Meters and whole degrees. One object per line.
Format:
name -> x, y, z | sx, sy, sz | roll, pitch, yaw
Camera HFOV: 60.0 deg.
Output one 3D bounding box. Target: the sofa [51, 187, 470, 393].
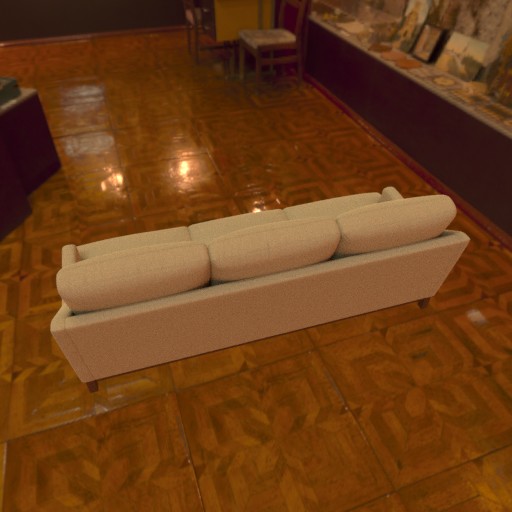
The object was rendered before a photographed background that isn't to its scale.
sofa -> 0.000, 0.000, 2.815 | 2.321, 0.913, 1.000 | -12, 43, -13
